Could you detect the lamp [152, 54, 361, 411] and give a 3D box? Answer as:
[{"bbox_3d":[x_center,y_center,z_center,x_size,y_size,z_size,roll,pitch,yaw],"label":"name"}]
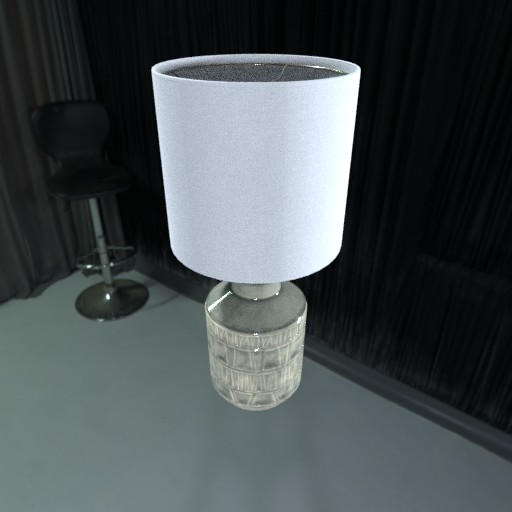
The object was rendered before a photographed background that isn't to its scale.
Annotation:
[{"bbox_3d":[0.000,0.000,0.571,0.211,0.455,0.211,20,36,30],"label":"lamp"}]
